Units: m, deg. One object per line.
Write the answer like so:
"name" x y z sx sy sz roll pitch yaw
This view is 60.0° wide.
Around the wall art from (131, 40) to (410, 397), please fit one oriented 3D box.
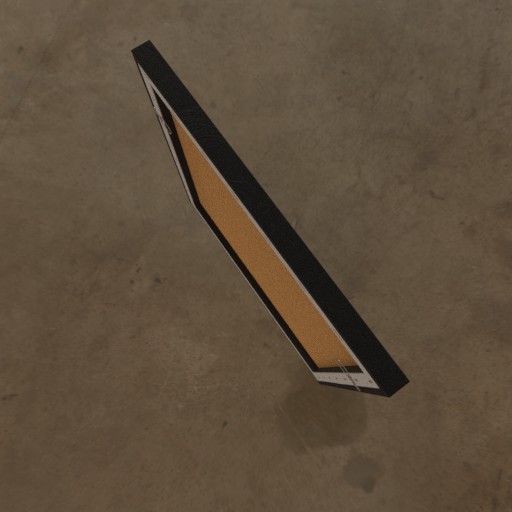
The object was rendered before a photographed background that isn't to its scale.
"wall art" 0.000 0.000 1.119 0.044 0.758 0.758 -34 78 -8
